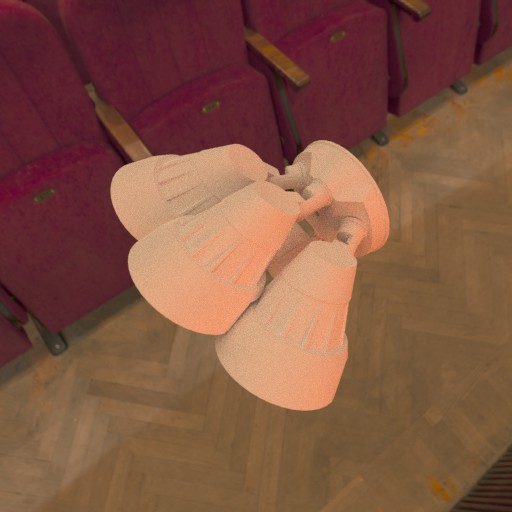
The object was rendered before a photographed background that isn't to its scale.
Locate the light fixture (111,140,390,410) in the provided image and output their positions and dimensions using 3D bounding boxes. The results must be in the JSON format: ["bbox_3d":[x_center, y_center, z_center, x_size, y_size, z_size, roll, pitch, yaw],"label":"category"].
[{"bbox_3d":[0.000,0.000,0.536,0.278,0.237,0.369,-33,67,-16],"label":"light fixture"}]
